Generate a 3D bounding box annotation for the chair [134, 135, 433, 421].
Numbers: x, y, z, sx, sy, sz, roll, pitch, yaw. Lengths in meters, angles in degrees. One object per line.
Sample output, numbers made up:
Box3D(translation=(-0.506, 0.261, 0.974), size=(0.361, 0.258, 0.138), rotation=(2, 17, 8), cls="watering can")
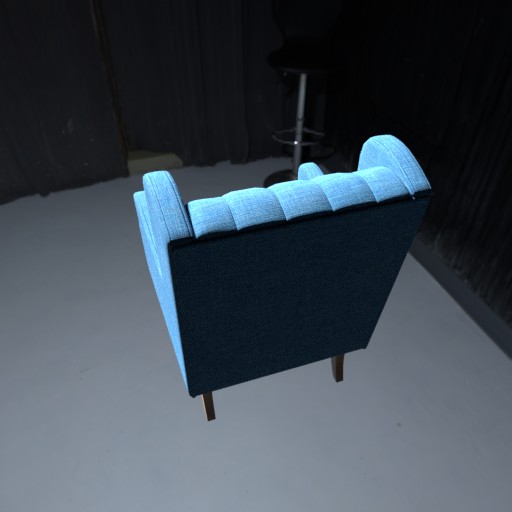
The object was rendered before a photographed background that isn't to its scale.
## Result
Box3D(translation=(0.000, 0.000, 1.509), size=(0.711, 0.952, 0.775), rotation=(-12, 43, -14), cls="chair")
